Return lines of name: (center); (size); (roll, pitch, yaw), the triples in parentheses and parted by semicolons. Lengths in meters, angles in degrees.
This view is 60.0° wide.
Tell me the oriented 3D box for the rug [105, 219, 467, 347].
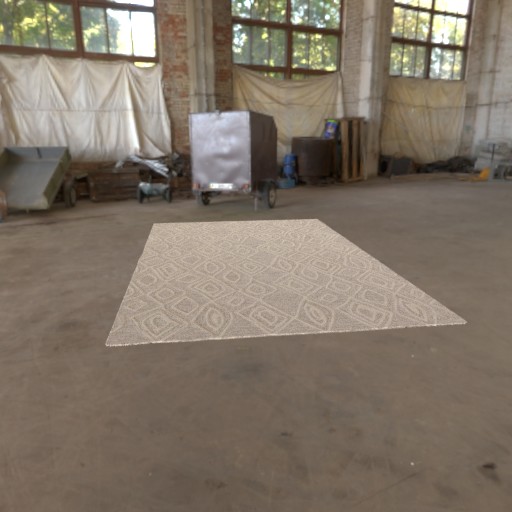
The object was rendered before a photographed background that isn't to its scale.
rug: (0.000, 0.000, 2.997); (1.546, 0.010, 2.442); (-2, 16, -8)
